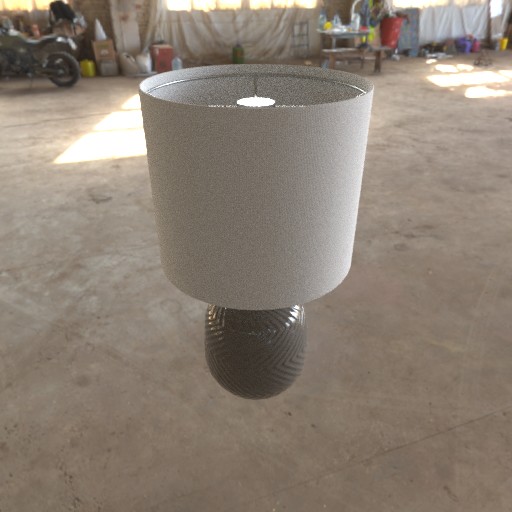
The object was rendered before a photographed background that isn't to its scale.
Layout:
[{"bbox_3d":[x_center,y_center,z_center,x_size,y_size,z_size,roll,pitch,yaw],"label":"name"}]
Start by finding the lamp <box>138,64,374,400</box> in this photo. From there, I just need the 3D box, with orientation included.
[{"bbox_3d":[0.000,0.000,0.492,0.207,0.366,0.207,0,31,0],"label":"lamp"}]
